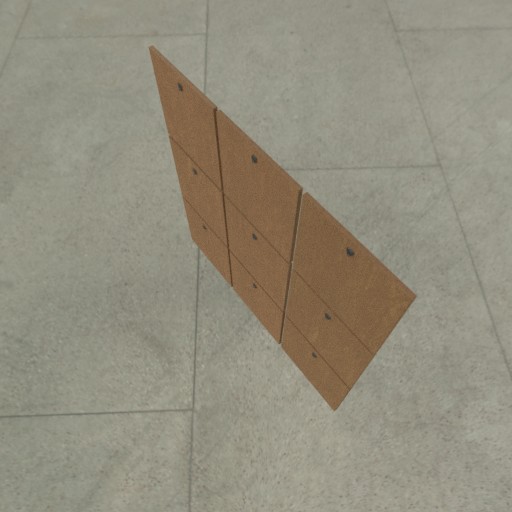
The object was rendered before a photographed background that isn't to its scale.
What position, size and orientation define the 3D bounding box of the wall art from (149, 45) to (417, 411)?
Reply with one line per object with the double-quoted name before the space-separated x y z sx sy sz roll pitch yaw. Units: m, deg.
"wall art" 0.000 0.000 1.359 0.018 0.913 0.915 -33 64 -18
